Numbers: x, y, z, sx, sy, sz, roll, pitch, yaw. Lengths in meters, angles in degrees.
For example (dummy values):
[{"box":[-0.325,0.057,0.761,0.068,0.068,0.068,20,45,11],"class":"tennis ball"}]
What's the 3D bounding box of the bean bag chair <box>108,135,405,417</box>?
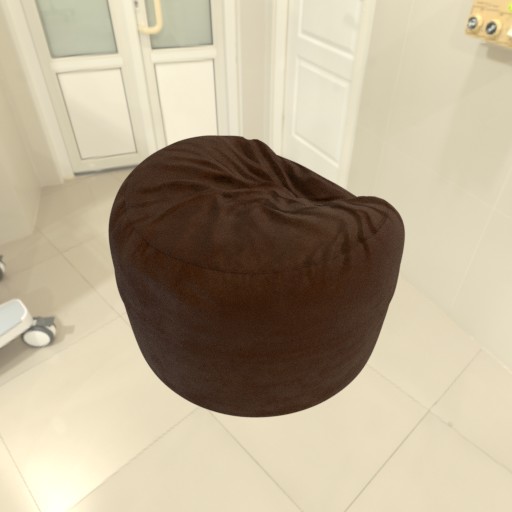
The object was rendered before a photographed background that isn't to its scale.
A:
[{"box":[0.000,0.000,1.498,0.918,0.616,0.918,0,41,0],"class":"bean bag chair"}]
